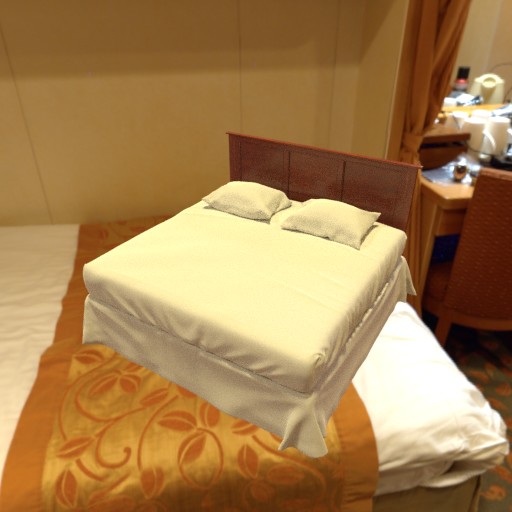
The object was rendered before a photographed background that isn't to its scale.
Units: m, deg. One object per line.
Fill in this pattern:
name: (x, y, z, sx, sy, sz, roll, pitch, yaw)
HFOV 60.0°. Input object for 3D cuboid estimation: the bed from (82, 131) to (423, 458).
bed: (0.000, 0.000, 3.702, 2.314, 1.271, 2.219, 18, 35, 27)
